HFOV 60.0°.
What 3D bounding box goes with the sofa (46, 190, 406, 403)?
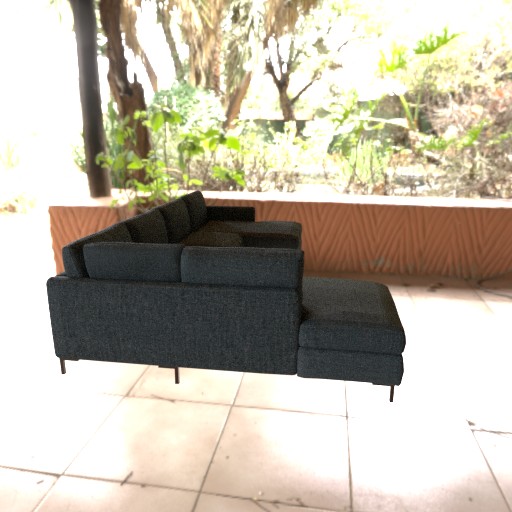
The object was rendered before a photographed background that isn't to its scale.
[{"bbox_3d":[0.000,0.000,3.531,1.879,0.753,2.737,2,15,8],"label":"sofa"}]
